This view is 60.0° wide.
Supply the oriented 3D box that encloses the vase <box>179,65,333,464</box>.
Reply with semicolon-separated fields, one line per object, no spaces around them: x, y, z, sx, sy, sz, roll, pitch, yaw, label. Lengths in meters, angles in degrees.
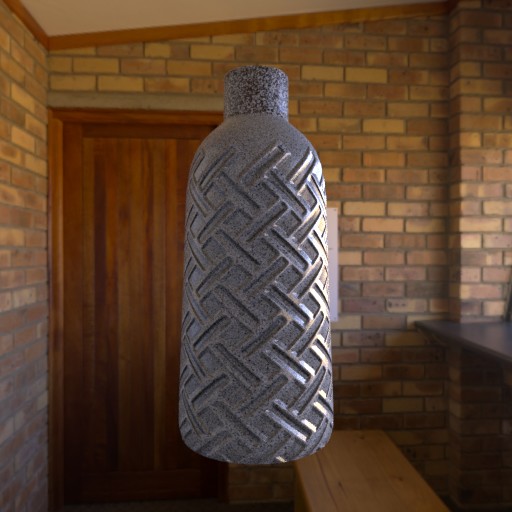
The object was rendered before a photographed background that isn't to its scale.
0.000;0.000;0.353;0.122;0.282;0.122;0;0;0;vase
